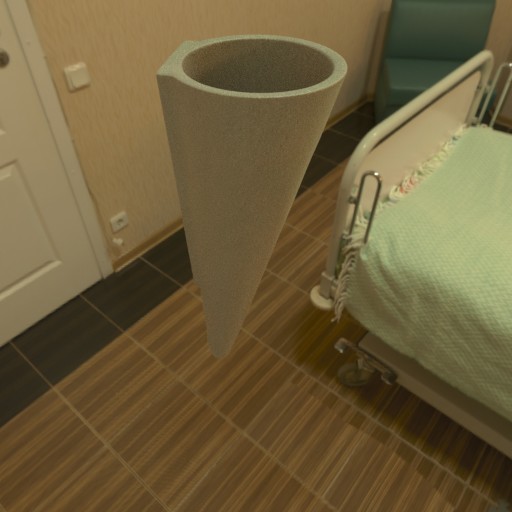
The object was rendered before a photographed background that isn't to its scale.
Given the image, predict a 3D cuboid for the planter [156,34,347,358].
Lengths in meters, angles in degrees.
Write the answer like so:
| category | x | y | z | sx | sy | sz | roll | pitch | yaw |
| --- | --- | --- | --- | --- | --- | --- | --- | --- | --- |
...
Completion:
| category | x | y | z | sx | sy | sz | roll | pitch | yaw |
| --- | --- | --- | --- | --- | --- | --- | --- | --- | --- |
| planter | 0.000 | 0.000 | 0.223 | 0.064 | 0.191 | 0.057 | 8 | 45 | 8 |
